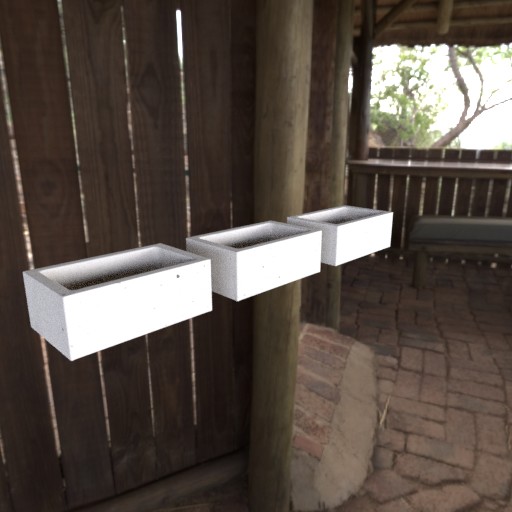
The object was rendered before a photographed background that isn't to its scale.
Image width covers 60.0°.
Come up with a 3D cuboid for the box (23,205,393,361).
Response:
[{"bbox_3d":[0.000,0.000,0.500,0.461,0.051,0.082,-15,22,-43],"label":"box"}]
